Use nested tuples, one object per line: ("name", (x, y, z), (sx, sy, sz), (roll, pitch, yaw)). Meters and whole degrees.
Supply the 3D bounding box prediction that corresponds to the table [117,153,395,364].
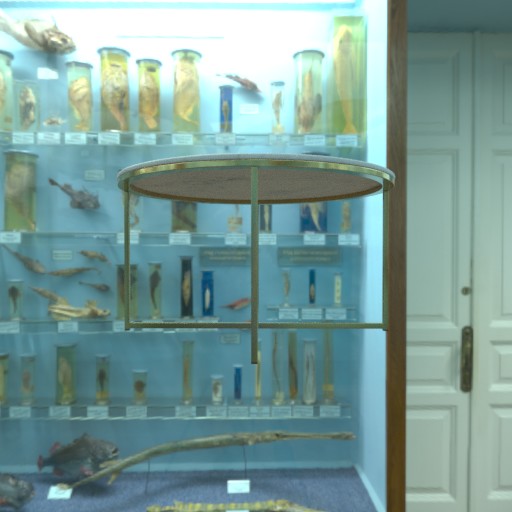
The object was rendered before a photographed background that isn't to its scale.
("table", (0.000, 0.000, 1.338), (0.800, 0.450, 0.800), (0, 1, 0))
